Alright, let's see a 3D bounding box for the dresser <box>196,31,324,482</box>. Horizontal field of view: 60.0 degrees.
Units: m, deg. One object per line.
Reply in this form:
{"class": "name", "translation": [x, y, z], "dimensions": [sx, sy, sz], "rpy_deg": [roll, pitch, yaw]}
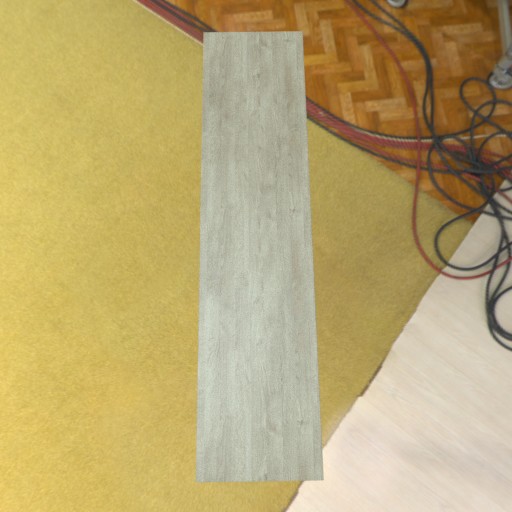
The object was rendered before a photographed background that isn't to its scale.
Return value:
{"class": "dresser", "translation": [0.000, 0.000, 1.901], "dimensions": [0.390, 0.795, 1.590], "rpy_deg": [-1, 76, 0]}
